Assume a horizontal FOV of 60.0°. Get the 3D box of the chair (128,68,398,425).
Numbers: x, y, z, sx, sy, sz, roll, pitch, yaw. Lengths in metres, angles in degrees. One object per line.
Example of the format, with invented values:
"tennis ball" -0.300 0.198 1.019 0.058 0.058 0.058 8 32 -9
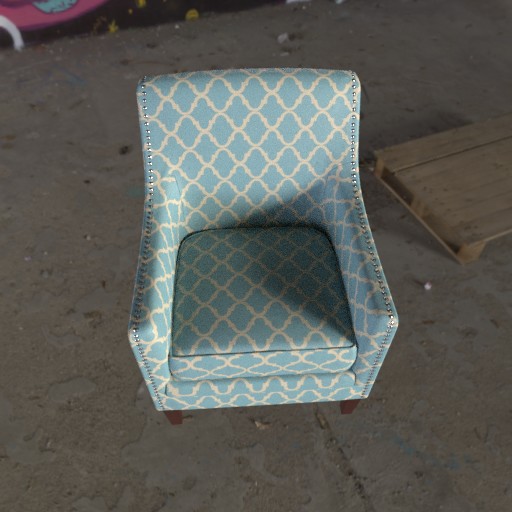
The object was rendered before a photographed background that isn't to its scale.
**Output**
"chair" 0.000 0.000 1.303 0.617 0.817 0.686 -3 48 -2
